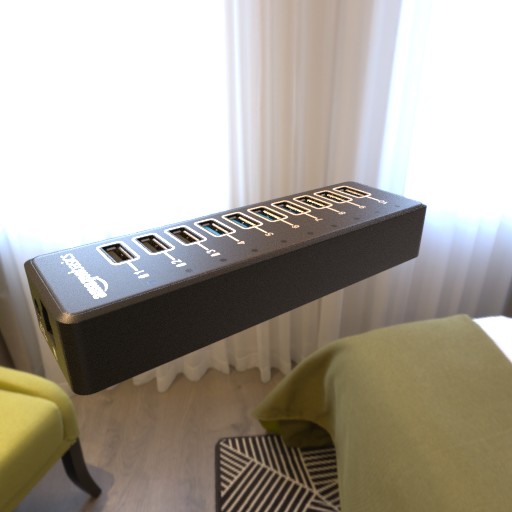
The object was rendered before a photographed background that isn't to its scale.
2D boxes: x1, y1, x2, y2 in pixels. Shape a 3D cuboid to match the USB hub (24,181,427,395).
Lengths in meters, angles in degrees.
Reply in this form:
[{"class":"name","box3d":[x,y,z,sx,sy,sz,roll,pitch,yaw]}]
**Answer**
[{"class":"USB hub","box3d":[0.000,0.000,0.162,0.145,0.023,0.044,-18,31,-32]}]
